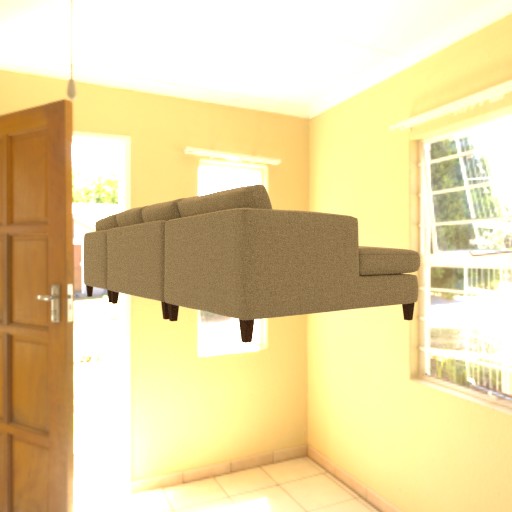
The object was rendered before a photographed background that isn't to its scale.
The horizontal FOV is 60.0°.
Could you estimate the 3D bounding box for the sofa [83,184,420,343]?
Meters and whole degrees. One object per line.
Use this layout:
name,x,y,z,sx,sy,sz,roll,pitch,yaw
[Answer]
sofa,0.000,0.000,4.548,2.593,0.959,3.460,0,0,-35
